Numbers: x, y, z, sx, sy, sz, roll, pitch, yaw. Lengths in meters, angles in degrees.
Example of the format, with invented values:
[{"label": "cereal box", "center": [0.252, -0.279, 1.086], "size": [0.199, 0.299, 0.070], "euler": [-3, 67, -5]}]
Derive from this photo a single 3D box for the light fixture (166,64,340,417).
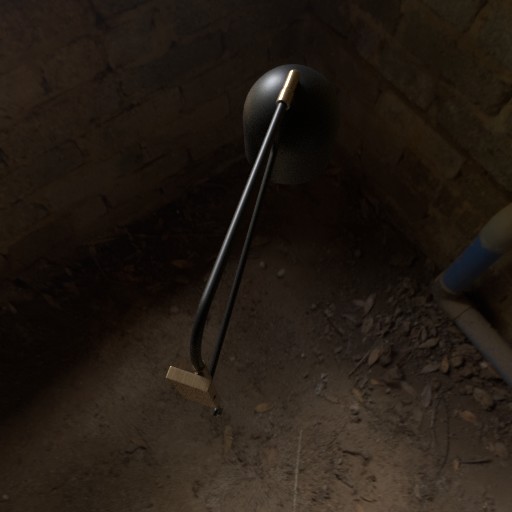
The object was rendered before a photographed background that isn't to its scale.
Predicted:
[{"label": "light fixture", "center": [0.000, 0.000, 1.067], "size": [0.215, 0.696, 0.720], "euler": [16, 65, 8]}]
